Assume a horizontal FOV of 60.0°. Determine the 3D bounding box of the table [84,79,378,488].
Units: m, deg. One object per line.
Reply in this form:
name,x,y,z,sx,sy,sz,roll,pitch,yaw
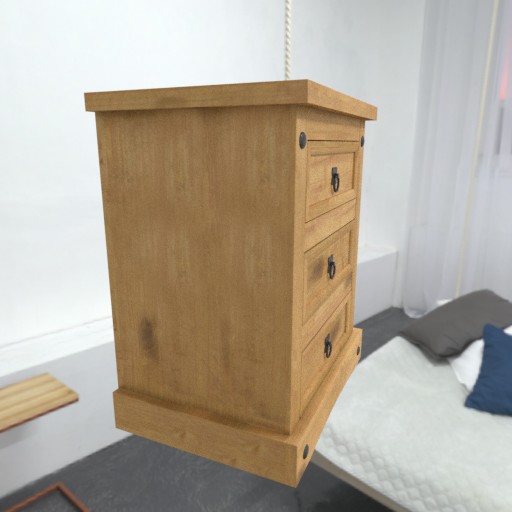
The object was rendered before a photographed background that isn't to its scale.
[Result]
table,0.000,0.000,1.228,0.500,0.813,0.660,6,16,24
